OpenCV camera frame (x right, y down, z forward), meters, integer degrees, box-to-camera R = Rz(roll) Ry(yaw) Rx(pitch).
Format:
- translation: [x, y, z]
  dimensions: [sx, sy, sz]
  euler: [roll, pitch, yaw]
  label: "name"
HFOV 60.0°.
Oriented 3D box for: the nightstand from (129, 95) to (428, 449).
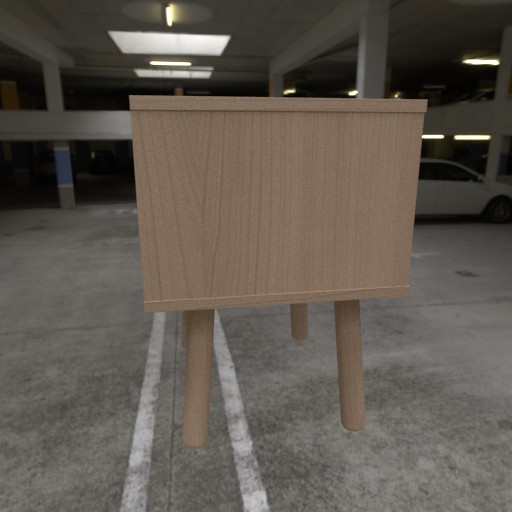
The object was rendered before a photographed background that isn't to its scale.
- translation: [0.000, 0.000, 0.835]
  dimensions: [0.380, 0.530, 0.450]
  euler: [-3, 16, -9]
  label: "nightstand"
